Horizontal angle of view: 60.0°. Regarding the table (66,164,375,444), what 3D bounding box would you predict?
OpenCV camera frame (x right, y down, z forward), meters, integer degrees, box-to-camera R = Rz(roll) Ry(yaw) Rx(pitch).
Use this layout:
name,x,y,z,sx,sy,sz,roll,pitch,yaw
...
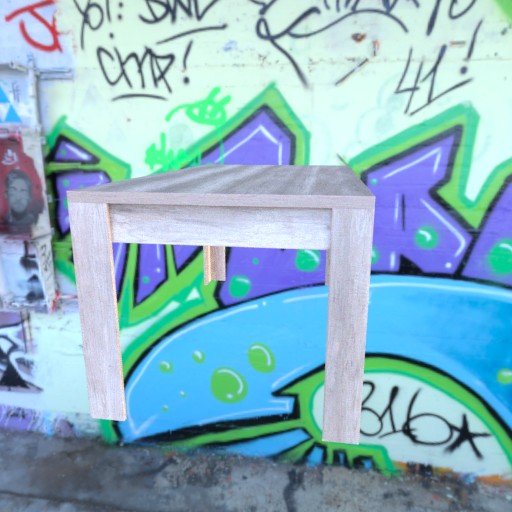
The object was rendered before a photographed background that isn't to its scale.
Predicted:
name,x,y,z,sx,sy,sz,roll,pitch,yaw
table,0.000,0.000,2.122,0.900,0.775,1.600,2,15,9
